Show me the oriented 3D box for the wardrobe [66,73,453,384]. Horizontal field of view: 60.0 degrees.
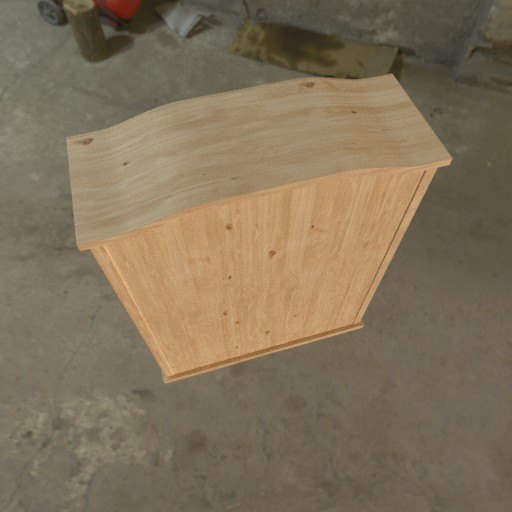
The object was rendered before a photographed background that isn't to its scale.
[{"bbox_3d":[0.000,0.000,2.569,1.500,1.870,0.570,-14,60,-8],"label":"wardrobe"}]
